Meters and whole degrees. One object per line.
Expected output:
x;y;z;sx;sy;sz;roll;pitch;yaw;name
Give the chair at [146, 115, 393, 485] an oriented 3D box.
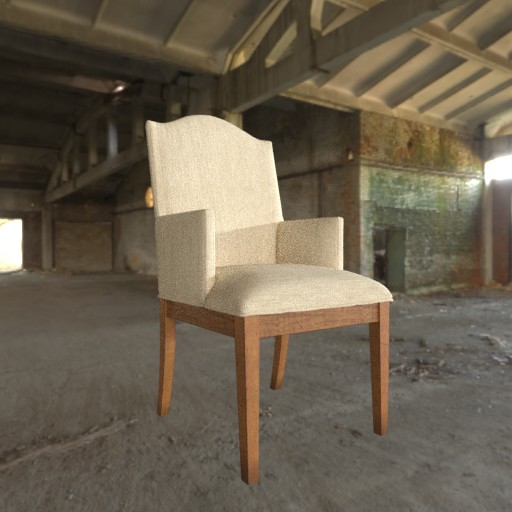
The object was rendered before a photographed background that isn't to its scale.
0.000;0.000;1.383;0.533;1.016;0.641;-1;1;-35;chair
